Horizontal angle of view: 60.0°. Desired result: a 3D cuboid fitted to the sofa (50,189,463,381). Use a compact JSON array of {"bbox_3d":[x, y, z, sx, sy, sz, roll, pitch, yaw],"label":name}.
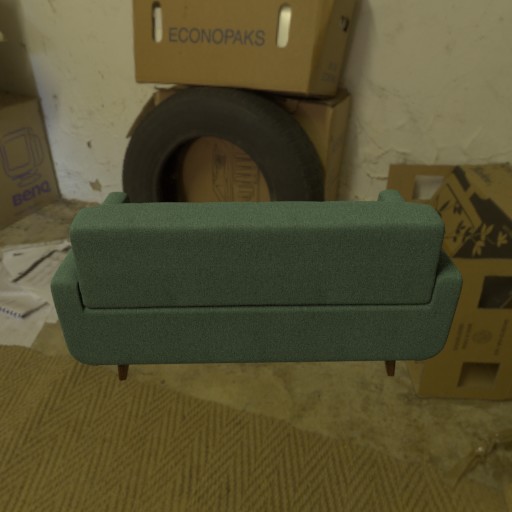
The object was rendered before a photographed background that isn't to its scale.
[{"bbox_3d":[0.000,0.000,2.184,1.631,0.841,0.909,-1,31,-1],"label":"sofa"}]
